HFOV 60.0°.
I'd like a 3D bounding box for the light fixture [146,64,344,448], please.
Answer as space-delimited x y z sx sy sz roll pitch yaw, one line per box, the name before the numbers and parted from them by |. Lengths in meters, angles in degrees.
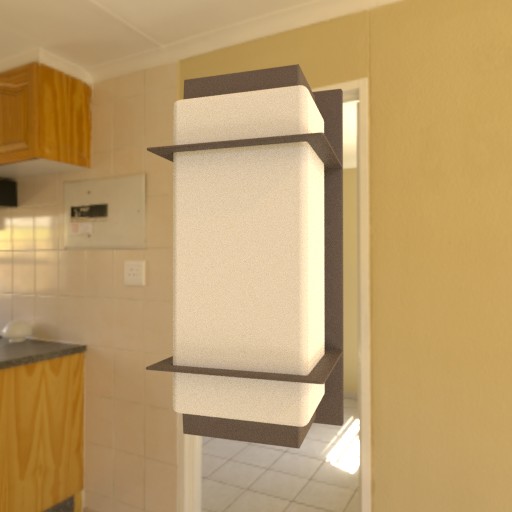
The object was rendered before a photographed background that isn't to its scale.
light fixture | 0.000 0.000 0.427 0.153 0.347 0.146 0 -1 18
